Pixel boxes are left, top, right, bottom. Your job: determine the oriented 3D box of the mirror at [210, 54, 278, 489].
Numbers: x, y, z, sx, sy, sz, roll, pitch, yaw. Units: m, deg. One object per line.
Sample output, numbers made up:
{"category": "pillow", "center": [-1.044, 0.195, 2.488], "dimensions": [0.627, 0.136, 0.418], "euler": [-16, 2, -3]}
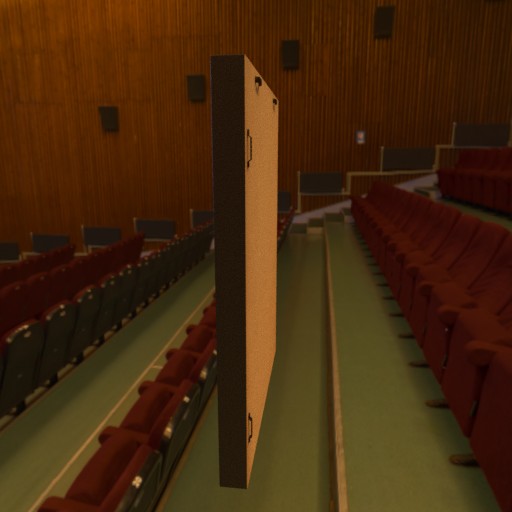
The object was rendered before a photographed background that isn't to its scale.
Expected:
{"category": "mirror", "center": [0.000, 0.000, 0.697], "dimensions": [0.041, 0.508, 0.405], "euler": [2, 13, 7]}
